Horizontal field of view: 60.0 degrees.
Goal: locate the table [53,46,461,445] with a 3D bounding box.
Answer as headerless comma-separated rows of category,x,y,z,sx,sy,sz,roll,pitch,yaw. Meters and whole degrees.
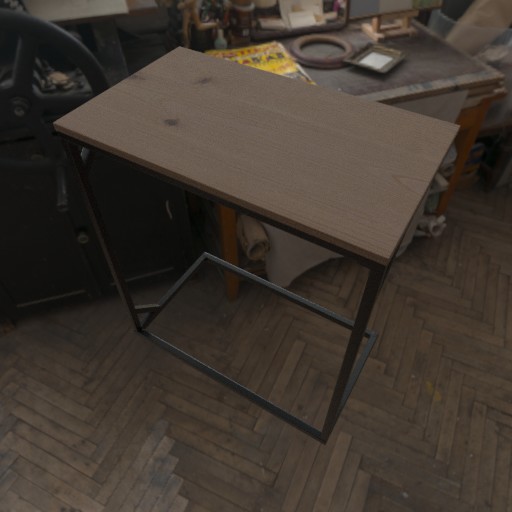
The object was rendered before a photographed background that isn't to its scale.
table,0.000,0.000,1.003,0.597,0.673,0.351,24,53,20
